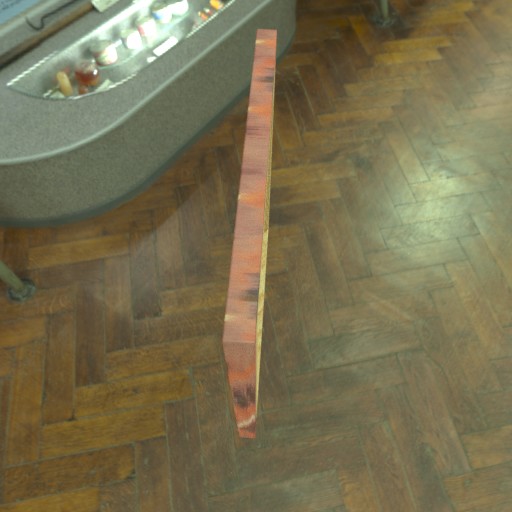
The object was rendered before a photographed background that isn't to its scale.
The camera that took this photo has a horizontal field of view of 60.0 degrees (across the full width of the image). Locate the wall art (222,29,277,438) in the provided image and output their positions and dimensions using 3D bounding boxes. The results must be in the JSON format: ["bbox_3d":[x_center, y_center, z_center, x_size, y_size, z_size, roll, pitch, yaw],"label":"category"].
[{"bbox_3d":[0.000,0.000,0.912,0.037,0.609,0.603,3,58,2],"label":"wall art"}]
